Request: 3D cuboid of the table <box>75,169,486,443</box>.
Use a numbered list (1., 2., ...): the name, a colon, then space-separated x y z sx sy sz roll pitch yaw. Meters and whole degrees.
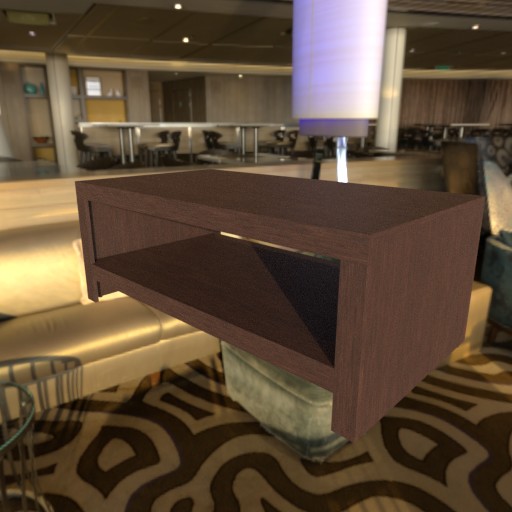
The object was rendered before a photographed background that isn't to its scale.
1. table: 0.000 0.000 1.381 1.099 0.424 0.597 15 22 41
